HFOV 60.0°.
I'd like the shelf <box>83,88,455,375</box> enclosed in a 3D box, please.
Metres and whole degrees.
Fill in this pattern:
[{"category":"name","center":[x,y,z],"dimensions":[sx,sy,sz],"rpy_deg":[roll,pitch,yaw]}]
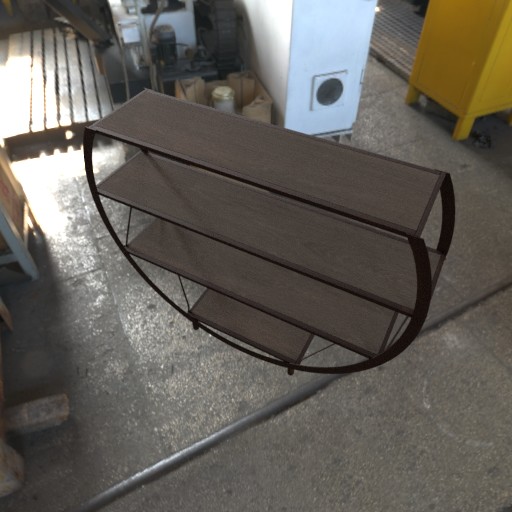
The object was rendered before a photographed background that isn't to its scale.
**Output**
[{"category":"shelf","center":[0.000,0.000,1.888],"dimensions":[1.403,1.063,0.344],"rpy_deg":[21,50,19]}]
